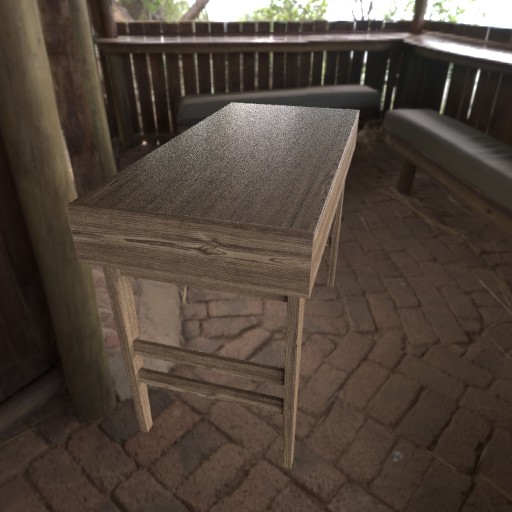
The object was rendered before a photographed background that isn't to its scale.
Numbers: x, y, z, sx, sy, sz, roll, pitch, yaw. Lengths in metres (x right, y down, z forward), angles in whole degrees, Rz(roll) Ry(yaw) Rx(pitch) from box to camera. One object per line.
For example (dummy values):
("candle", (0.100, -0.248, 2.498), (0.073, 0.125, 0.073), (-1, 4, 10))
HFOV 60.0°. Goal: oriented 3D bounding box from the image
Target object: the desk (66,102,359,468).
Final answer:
("desk", (0.000, 0.000, 1.469), (0.508, 0.755, 1.067), (8, 31, 14))
